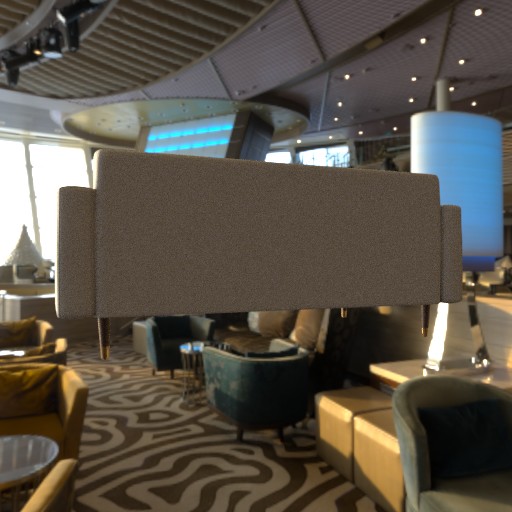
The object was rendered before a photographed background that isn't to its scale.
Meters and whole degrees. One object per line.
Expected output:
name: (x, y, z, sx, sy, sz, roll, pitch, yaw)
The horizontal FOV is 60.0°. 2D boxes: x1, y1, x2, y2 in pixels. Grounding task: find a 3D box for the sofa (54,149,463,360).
sofa: (0.000, 0.000, 2.358, 1.895, 0.814, 0.969, 0, 0, -19)
